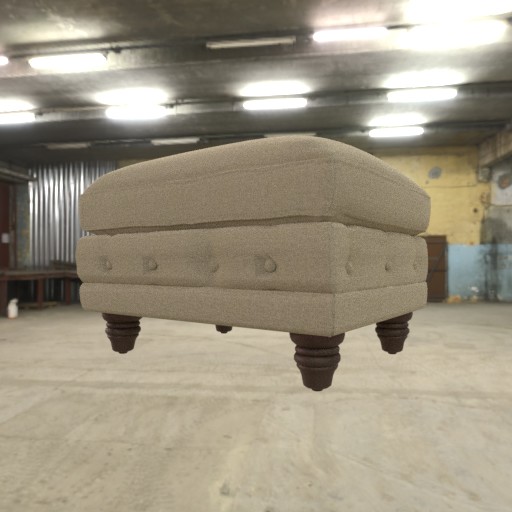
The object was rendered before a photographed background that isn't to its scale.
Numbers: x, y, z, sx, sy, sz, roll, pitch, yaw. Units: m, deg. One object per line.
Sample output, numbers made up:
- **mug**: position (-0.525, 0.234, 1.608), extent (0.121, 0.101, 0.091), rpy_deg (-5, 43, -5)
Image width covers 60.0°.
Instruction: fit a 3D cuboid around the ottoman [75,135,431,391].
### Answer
- **ottoman**: position (0.000, 0.000, 1.058), extent (0.684, 0.463, 0.541), rpy_deg (-1, -1, 36)
